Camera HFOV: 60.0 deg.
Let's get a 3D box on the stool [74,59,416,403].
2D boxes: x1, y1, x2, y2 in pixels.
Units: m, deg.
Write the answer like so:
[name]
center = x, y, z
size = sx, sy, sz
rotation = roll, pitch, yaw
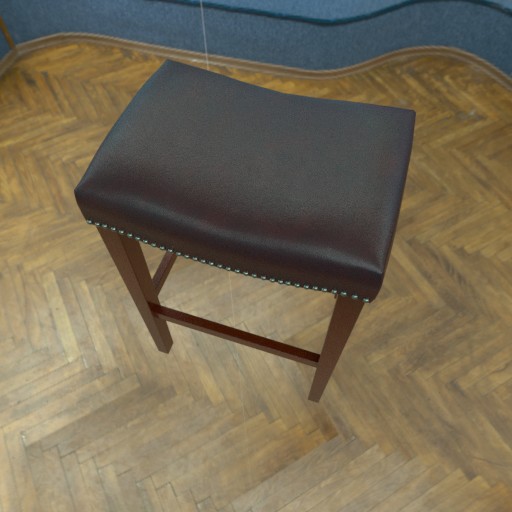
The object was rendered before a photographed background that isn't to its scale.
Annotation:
[stool]
center = 0.000, 0.000, 1.035
size = 0.504, 0.742, 0.372
rotation = 16, 59, 9
